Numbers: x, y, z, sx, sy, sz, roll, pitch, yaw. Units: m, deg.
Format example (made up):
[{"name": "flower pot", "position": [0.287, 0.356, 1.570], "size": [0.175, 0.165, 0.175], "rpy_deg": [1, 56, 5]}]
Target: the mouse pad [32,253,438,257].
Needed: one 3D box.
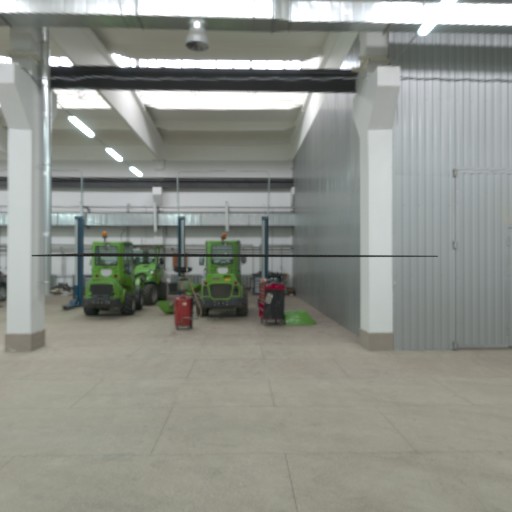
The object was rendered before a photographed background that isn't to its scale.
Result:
[{"name": "mouse pad", "position": [0.000, 0.000, 1.058], "size": [0.907, 0.003, 0.424], "rpy_deg": [0, 0, -37]}]
